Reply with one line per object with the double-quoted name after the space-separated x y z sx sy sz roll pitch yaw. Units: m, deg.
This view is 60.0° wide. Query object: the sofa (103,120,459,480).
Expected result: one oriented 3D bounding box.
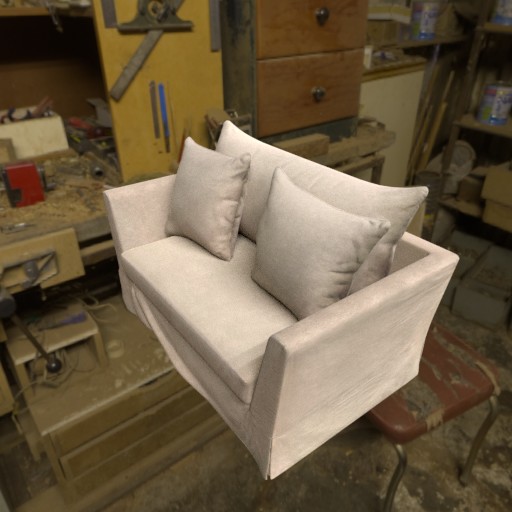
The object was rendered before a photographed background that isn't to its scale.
0.000 0.000 2.284 1.035 1.040 1.608 -21 36 -31 "sofa"
